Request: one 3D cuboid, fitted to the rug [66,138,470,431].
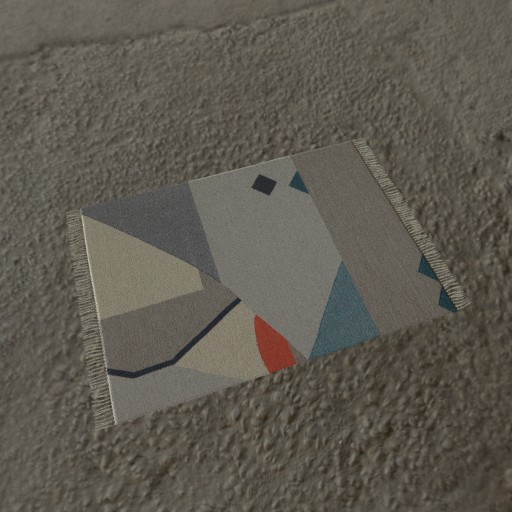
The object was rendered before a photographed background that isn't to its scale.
[{"bbox_3d":[0.000,0.000,2.312,1.828,0.005,1.220,-16,60,-10],"label":"rug"}]
